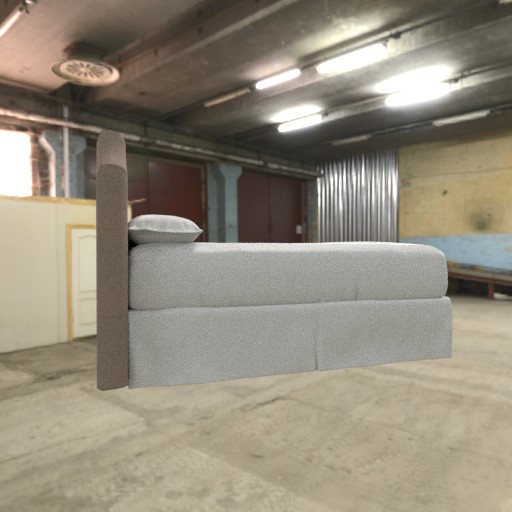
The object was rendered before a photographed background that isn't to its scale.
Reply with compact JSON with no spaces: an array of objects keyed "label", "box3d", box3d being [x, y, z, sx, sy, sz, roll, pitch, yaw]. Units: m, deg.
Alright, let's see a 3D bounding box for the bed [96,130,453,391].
[{"label":"bed","box3d":[0.000,0.000,3.234,2.164,1.303,1.828,0,1,-19]}]
